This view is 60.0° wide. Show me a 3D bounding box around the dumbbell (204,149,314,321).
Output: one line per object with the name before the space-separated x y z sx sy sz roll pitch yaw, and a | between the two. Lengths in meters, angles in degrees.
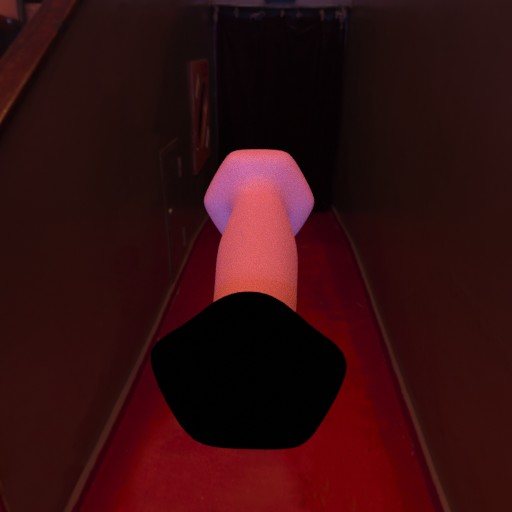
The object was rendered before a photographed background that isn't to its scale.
dumbbell | 0.000 0.000 0.143 0.047 0.043 0.123 1 27 1
